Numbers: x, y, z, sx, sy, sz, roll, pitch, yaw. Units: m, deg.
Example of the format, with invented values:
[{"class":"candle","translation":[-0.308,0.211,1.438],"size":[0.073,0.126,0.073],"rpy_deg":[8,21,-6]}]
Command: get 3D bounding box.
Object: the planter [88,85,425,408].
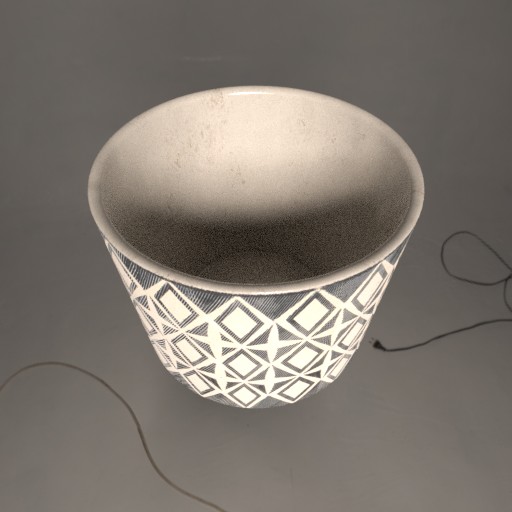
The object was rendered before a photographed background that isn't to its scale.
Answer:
[{"class":"planter","translation":[0.000,0.000,0.433],"size":[0.260,0.220,0.260],"rpy_deg":[0,48,0]}]
